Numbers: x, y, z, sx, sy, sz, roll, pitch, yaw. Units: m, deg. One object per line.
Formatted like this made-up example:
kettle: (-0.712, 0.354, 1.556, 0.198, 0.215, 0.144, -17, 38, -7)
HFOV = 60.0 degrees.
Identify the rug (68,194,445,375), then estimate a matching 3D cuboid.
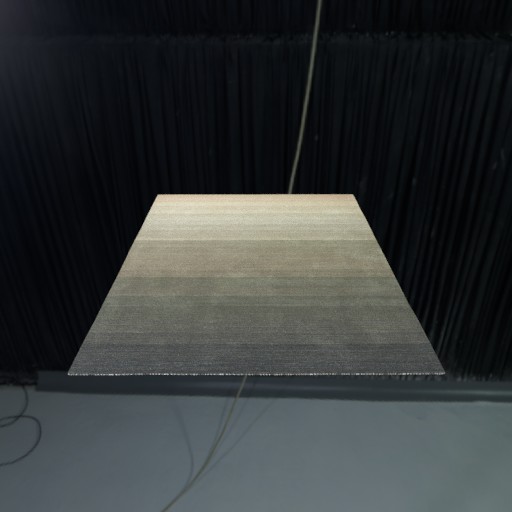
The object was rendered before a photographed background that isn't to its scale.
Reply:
rug: (0.000, 0.000, 3.979, 2.315, 0.015, 2.932, 0, 30, 0)
